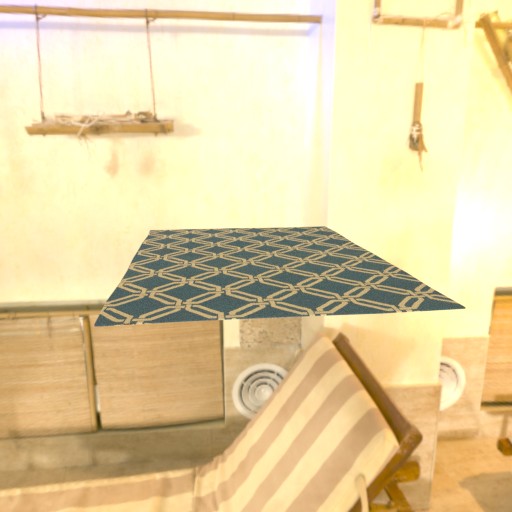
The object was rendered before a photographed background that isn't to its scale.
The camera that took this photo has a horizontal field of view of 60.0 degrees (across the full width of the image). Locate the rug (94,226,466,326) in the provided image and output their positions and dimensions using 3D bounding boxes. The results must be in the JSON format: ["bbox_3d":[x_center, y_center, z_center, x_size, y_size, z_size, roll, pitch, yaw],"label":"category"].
[{"bbox_3d":[0.000,0.000,2.787,1.524,0.013,2.135,-2,13,-7],"label":"rug"}]
